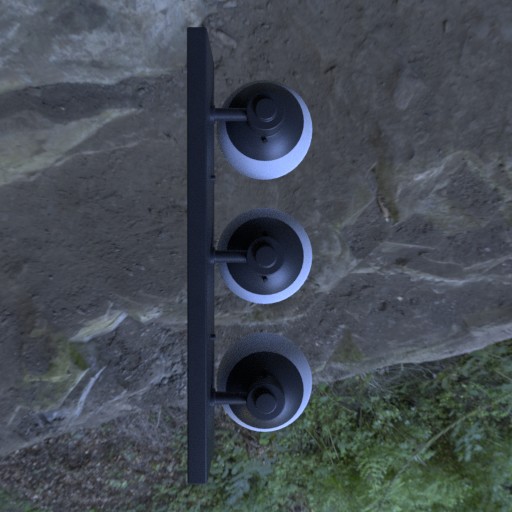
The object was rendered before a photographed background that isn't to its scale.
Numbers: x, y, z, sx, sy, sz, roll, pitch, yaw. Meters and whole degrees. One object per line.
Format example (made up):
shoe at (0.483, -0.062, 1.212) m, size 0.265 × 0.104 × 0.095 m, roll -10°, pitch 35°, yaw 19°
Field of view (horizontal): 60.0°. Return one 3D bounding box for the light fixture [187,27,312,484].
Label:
light fixture at (0.000, 0.000, 0.829) m, size 0.218 × 0.263 × 0.721 m, roll 0°, pitch 90°, yaw 0°
